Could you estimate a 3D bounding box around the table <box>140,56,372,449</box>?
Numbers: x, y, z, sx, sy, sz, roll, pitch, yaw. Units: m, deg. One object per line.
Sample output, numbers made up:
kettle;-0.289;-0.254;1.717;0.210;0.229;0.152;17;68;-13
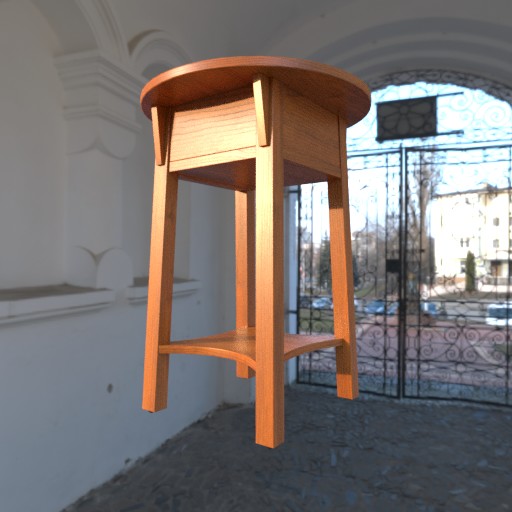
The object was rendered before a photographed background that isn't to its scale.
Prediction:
table;0.000;0.000;0.904;0.457;0.610;0.457;0;0;0
